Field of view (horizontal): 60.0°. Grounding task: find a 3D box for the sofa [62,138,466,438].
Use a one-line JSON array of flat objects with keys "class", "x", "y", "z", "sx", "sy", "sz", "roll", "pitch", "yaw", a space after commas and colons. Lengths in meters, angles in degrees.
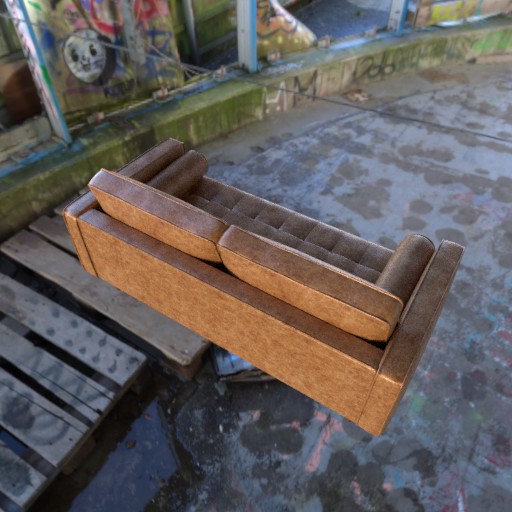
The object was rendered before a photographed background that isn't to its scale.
[{"class": "sofa", "x": 0.000, "y": 0.000, "z": 2.413, "sx": 1.920, "sy": 0.825, "sz": 0.924, "roll": 25, "pitch": 51, "yaw": 22}]
